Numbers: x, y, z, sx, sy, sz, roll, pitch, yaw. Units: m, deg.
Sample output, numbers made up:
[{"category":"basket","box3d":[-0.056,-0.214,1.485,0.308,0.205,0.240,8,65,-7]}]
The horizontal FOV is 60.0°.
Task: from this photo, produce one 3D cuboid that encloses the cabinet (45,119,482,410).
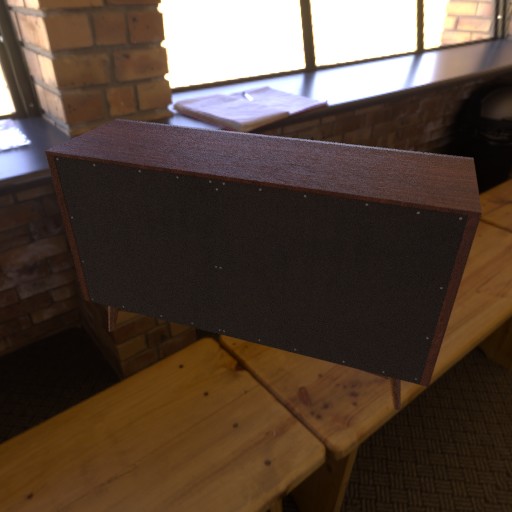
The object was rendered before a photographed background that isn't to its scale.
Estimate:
[{"category":"cabinet","box3d":[0.000,0.000,1.964,1.575,0.940,0.505,11,34,17]}]
